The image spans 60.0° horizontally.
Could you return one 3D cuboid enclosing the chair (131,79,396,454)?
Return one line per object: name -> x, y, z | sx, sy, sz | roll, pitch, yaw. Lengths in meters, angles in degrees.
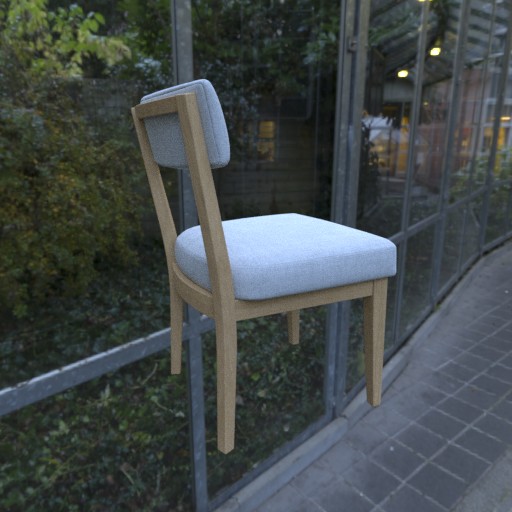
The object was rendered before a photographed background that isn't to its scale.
chair -> 0.000, 0.000, 1.213 | 0.572, 0.832, 0.508 | -7, 16, -26
